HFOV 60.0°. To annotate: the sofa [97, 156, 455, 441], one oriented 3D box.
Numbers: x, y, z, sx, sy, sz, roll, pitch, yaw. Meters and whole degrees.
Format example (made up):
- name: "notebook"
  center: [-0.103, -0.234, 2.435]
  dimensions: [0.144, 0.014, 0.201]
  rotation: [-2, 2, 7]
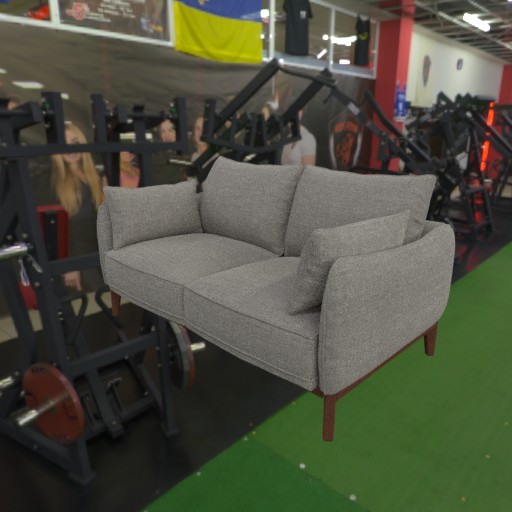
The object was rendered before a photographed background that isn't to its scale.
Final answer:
- name: "sofa"
  center: [0.000, 0.000, 2.166]
  dimensions: [1.580, 0.851, 0.972]
  rotation: [16, 23, 42]
